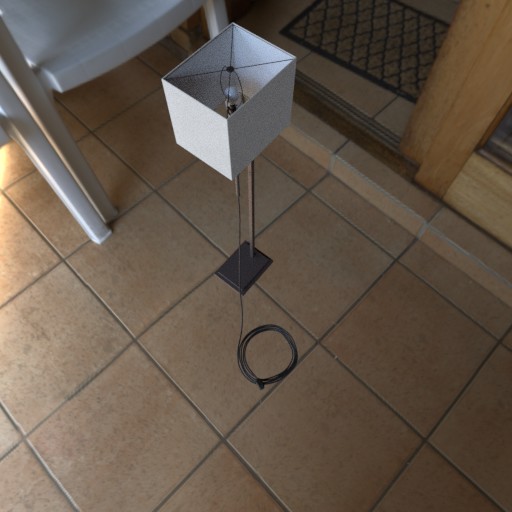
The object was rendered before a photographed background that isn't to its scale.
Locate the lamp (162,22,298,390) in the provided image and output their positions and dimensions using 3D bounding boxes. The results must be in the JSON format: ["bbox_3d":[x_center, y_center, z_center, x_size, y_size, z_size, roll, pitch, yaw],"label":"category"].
[{"bbox_3d":[0.000,0.000,2.034,0.774,1.600,0.698,36,69,16],"label":"lamp"}]
